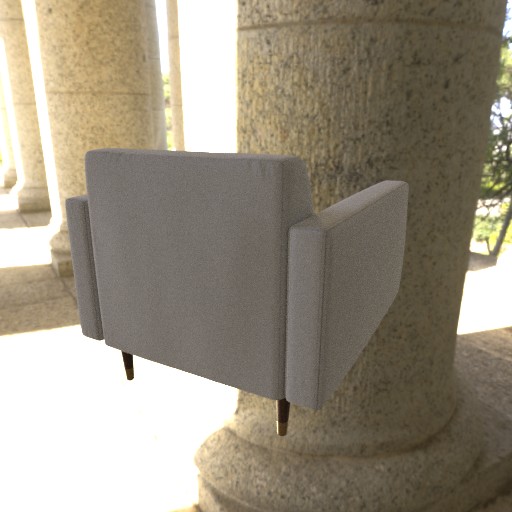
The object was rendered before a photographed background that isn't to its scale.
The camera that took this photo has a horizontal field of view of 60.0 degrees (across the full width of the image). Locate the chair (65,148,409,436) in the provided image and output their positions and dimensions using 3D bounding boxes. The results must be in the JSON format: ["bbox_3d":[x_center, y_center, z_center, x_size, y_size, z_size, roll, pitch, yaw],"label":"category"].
[{"bbox_3d":[0.000,0.000,1.679,0.953,0.819,0.998,9,19,27],"label":"chair"}]
